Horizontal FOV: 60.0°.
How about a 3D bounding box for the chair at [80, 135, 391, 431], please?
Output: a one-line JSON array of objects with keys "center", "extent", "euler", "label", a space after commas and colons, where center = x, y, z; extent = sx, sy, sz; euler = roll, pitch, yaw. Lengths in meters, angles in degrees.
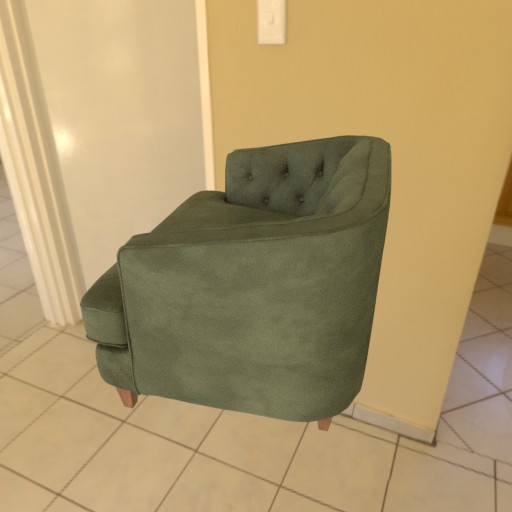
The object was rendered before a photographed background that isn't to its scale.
[{"center": [0.000, 0.000, 1.768], "extent": [0.941, 0.852, 1.104], "euler": [7, 29, 13], "label": "chair"}]
